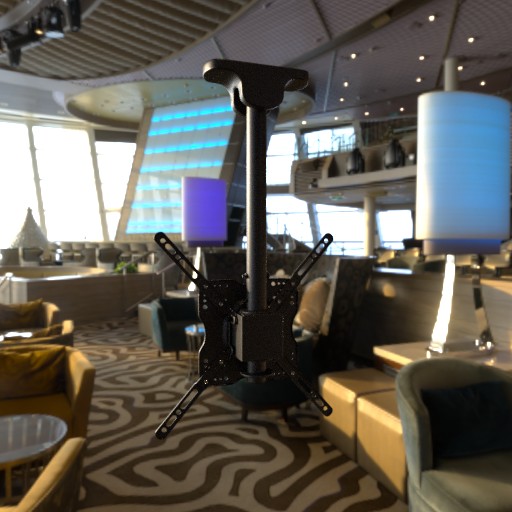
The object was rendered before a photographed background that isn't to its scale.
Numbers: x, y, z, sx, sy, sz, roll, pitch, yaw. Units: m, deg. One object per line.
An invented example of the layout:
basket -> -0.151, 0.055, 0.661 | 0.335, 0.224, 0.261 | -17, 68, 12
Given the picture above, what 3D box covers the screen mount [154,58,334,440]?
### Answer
screen mount -> 0.000, 0.000, 0.889 | 0.393, 0.729, 0.090 | -1, 2, -19
